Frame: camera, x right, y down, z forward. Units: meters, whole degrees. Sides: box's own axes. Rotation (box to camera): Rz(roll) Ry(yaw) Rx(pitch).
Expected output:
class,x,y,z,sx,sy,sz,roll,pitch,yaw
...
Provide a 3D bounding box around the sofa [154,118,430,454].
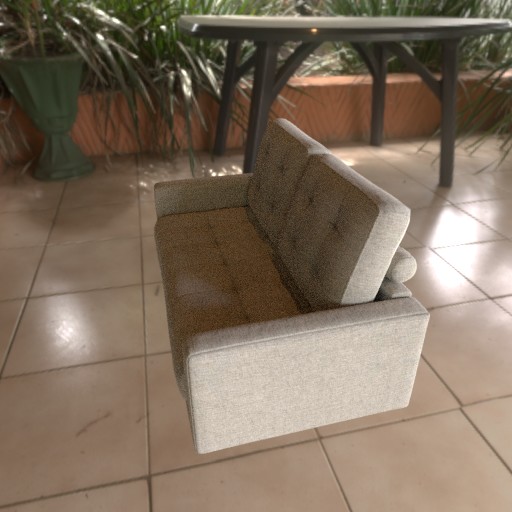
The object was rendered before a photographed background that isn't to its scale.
class,x,y,z,sx,sy,sz,roll,pitch,yaw
sofa,0.000,0.000,1.955,0.842,0.907,1.407,-8,31,-13
